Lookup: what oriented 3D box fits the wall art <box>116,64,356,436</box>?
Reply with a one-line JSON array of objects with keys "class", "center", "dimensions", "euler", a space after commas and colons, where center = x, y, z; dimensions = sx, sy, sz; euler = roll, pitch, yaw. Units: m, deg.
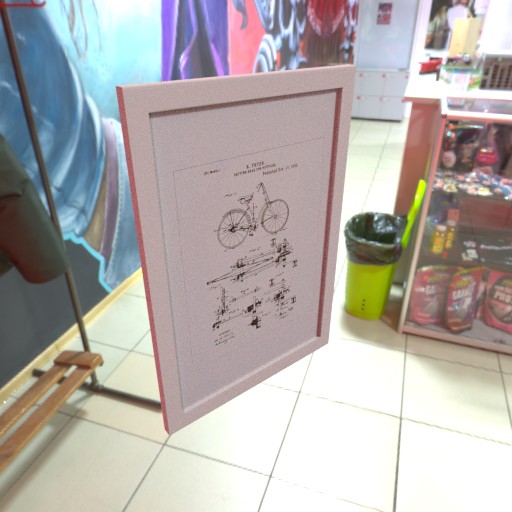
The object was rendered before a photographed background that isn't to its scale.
[{"class": "wall art", "center": [0.000, 0.000, 0.624], "dimensions": [0.332, 0.477, 0.015], "euler": [-21, 35, -33]}]
